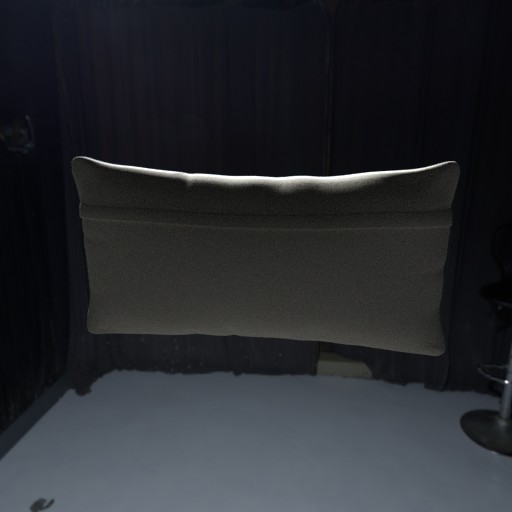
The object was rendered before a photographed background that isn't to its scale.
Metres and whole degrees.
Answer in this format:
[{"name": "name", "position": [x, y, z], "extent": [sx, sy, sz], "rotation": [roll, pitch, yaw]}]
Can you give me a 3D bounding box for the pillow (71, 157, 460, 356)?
[{"name": "pillow", "position": [0.000, 0.000, 0.709], "extent": [0.604, 0.307, 0.148], "rotation": [2, 15, 8]}]
